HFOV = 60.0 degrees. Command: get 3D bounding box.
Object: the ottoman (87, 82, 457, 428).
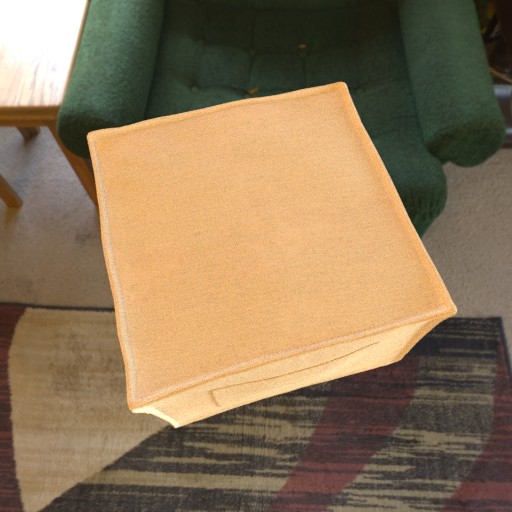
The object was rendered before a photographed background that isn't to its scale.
[{"bbox_3d":[0.000,0.000,1.176,0.707,0.470,0.696,-15,65,-7],"label":"ottoman"}]
